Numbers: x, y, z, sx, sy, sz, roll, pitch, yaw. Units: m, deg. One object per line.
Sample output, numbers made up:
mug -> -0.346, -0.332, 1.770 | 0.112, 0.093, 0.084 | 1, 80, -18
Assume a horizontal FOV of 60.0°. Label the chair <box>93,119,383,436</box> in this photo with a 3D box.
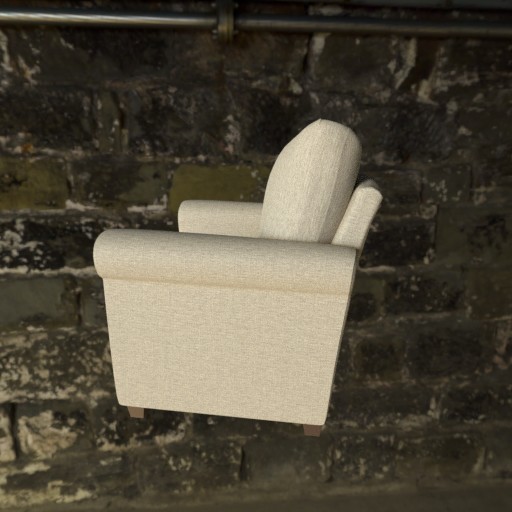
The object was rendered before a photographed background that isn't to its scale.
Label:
chair -> 0.000, 0.000, 2.362 | 1.180, 1.349, 1.275 | 2, 14, 9
